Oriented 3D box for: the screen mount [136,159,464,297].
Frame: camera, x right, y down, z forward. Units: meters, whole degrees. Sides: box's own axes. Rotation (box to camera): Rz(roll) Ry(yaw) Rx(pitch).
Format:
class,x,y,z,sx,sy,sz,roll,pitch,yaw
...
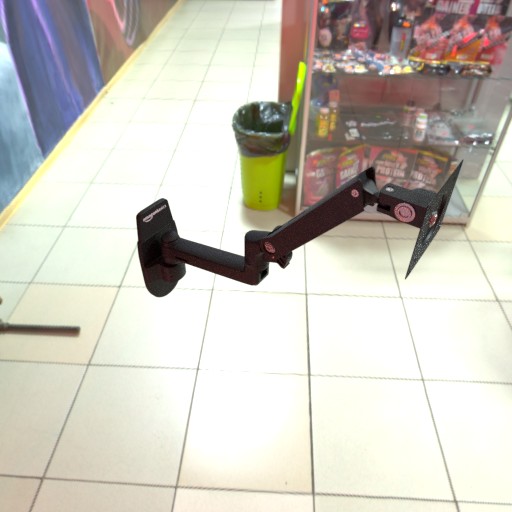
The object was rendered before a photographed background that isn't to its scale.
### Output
class,x,y,z,sx,sy,sz,roll,pitch,yaw
screen mount,0.000,0.000,0.725,0.495,0.466,0.115,26,47,26
